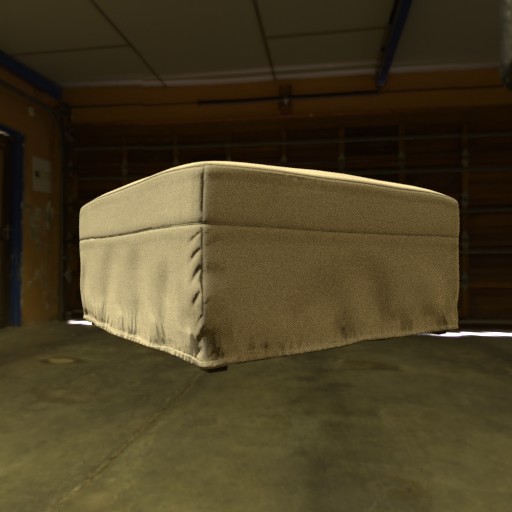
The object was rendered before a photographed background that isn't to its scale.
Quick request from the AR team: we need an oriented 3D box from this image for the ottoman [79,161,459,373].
[{"bbox_3d":[0.000,0.000,1.331,0.840,0.436,0.843,0,-1,-36],"label":"ottoman"}]
